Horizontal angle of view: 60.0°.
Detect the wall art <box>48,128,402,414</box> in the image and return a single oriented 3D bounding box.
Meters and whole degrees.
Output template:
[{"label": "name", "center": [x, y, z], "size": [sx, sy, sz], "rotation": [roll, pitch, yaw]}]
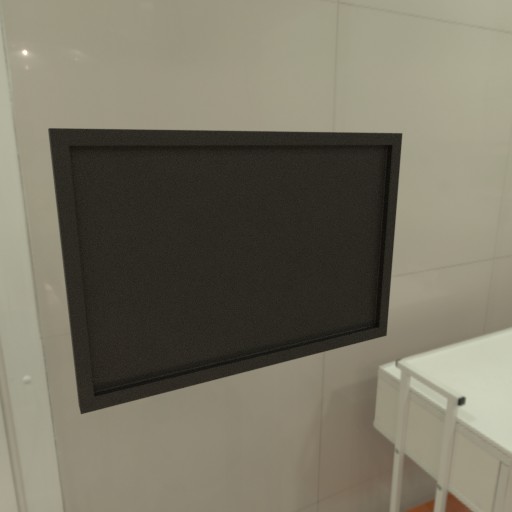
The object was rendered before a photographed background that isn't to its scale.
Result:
[{"label": "wall art", "center": [0.000, 0.000, 0.556], "size": [0.443, 0.301, 0.021], "rotation": [-7, 16, -27]}]
